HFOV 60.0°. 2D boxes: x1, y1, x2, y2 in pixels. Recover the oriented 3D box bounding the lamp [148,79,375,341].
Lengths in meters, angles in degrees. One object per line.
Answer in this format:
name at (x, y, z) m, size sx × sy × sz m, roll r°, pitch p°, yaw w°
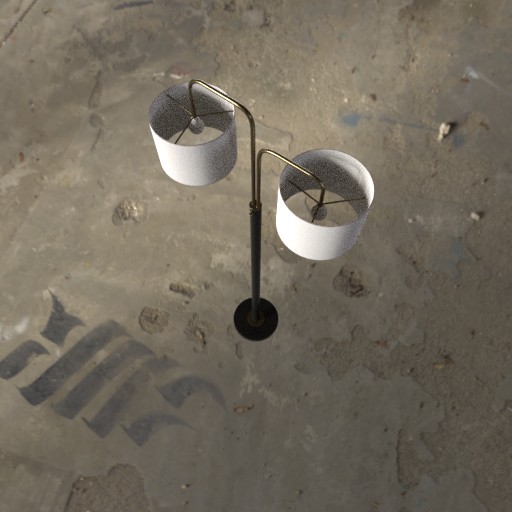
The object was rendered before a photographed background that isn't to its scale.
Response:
lamp at (0.000, 0.000, 1.820) m, size 0.711 × 1.587 × 0.254 m, roll 32°, pitch 67°, yaw 15°
